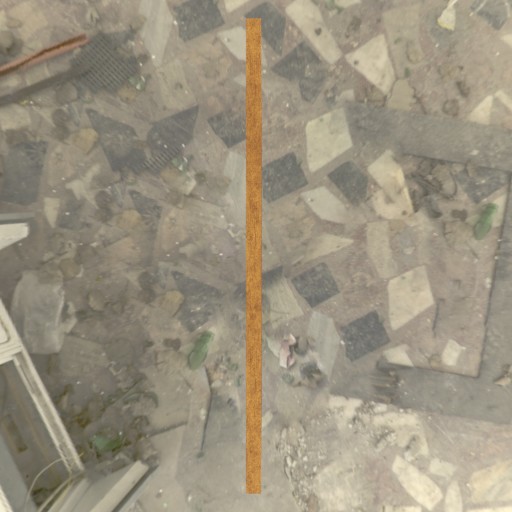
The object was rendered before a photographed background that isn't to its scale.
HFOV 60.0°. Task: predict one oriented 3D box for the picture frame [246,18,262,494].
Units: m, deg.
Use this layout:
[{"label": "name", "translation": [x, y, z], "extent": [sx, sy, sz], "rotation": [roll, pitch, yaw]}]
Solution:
[{"label": "picture frame", "translation": [0.000, 0.000, 1.170], "extent": [0.029, 0.621, 0.922], "rotation": [0, 90, 1]}]
